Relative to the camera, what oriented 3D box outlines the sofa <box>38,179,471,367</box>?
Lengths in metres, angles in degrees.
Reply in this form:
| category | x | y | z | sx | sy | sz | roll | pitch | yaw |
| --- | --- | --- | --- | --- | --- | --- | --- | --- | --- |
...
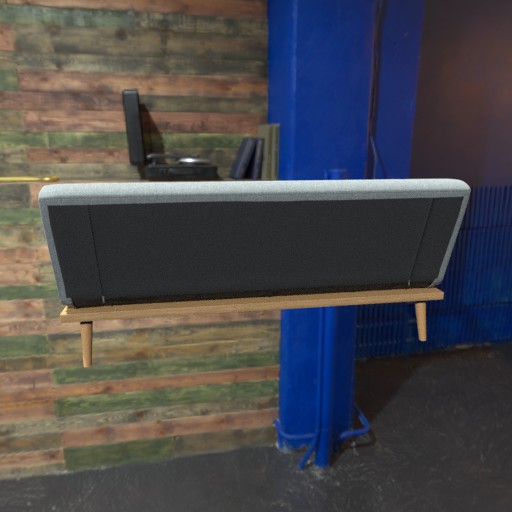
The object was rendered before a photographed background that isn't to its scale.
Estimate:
| category | x | y | z | sx | sy | sz | roll | pitch | yaw |
| --- | --- | --- | --- | --- | --- | --- | --- | --- | --- |
| sofa | 0.000 | 0.000 | 2.251 | 1.820 | 0.800 | 0.800 | -2 | 14 | -9 |
